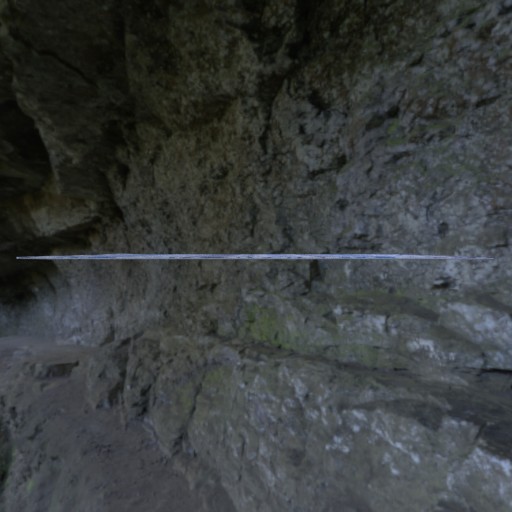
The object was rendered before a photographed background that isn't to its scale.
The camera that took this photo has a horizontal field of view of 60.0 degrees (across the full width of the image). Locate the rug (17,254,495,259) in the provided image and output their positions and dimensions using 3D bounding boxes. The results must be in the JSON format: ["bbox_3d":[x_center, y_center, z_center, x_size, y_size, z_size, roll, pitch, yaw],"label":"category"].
[{"bbox_3d":[0.000,0.000,2.098,1.698,0.013,1.072,0,1,0],"label":"rug"}]
